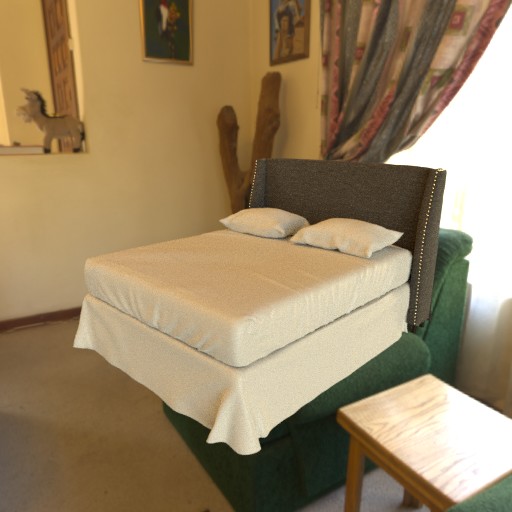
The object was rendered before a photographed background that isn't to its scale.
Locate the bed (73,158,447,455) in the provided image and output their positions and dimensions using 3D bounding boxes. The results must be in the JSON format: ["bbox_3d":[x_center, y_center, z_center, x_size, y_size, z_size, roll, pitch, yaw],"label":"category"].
[{"bbox_3d":[0.000,0.000,3.406,1.925,1.332,2.276,15,21,42],"label":"bed"}]
